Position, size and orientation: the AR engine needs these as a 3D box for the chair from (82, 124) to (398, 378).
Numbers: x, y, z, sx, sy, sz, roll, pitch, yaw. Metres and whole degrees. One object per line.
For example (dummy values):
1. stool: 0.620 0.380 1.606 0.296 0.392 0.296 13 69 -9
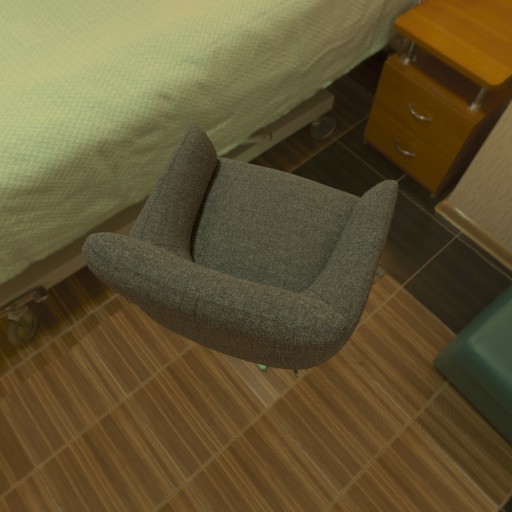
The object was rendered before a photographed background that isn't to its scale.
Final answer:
1. chair: 0.000 0.000 1.360 0.706 0.812 0.715 18 63 9
